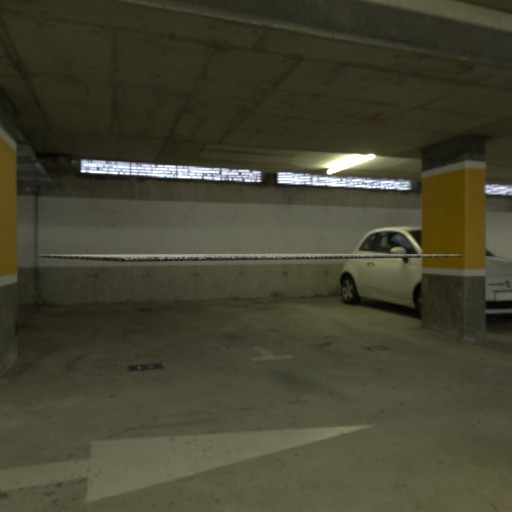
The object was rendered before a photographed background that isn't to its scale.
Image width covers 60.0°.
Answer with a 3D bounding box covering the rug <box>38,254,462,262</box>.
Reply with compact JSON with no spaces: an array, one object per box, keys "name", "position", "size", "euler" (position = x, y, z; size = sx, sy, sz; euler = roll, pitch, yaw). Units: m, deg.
[{"name":"rug","position":[0.000,0.000,2.867],"size":[2.298,0.017,1.501],"euler":[0,1,-36]}]
